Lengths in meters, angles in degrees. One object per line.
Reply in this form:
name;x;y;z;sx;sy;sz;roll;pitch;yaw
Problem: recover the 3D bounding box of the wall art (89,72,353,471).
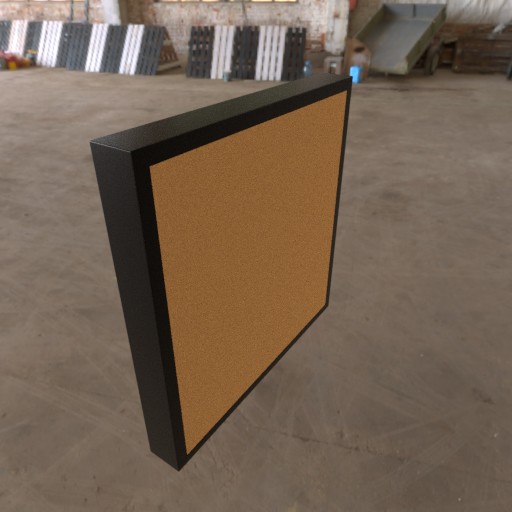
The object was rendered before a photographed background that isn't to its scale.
wall art;0.000;0.000;0.440;0.037;0.299;0.299;20;37;29
